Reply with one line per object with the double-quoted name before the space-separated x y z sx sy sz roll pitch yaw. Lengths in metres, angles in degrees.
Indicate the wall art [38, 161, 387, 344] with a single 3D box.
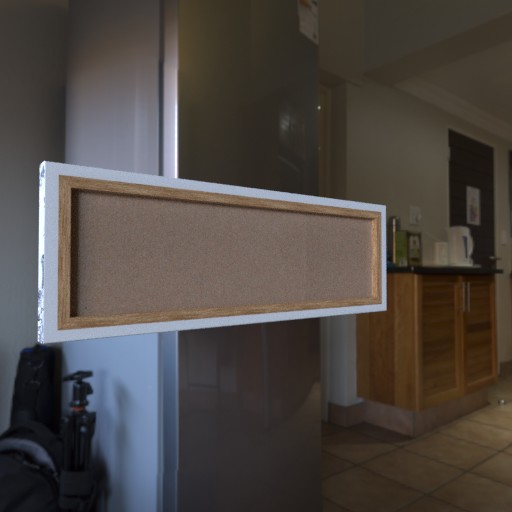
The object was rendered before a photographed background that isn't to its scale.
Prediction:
"wall art" 0.000 0.000 0.862 0.766 0.256 0.036 1 -2 -37
